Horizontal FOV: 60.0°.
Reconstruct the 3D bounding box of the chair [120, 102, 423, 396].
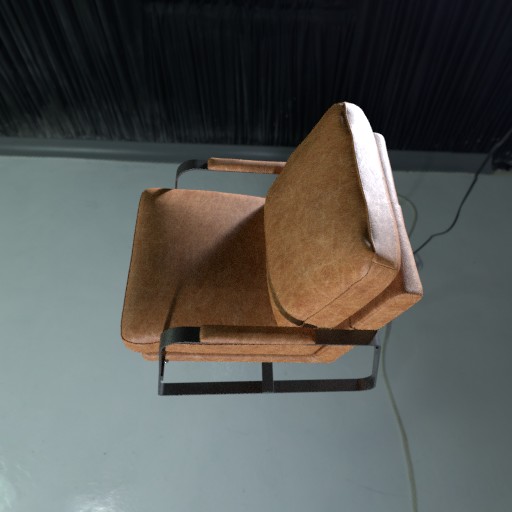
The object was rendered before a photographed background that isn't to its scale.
[{"bbox_3d":[0.000,0.000,1.397,0.801,0.777,0.651,-1,57,-1],"label":"chair"}]
